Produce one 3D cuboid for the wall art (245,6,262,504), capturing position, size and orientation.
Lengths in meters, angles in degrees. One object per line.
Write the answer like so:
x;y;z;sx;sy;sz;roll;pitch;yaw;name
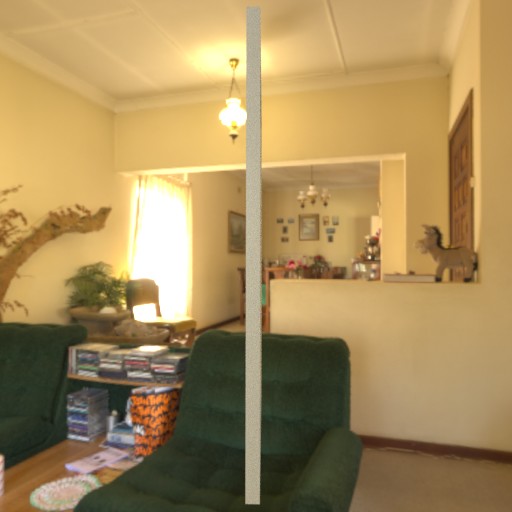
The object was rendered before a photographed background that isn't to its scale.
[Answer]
0.000;0.000;1.323;0.034;1.042;0.789;0;-1;1;wall art
